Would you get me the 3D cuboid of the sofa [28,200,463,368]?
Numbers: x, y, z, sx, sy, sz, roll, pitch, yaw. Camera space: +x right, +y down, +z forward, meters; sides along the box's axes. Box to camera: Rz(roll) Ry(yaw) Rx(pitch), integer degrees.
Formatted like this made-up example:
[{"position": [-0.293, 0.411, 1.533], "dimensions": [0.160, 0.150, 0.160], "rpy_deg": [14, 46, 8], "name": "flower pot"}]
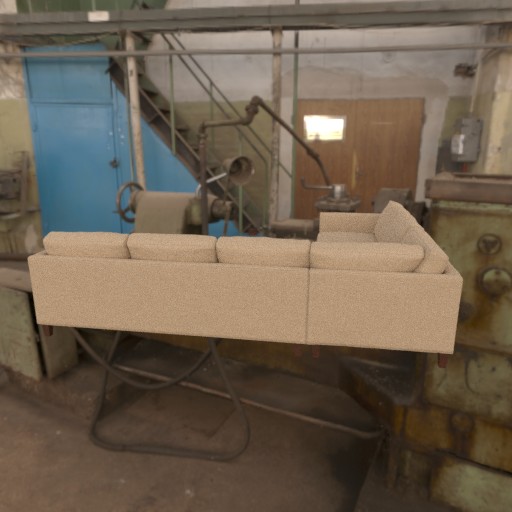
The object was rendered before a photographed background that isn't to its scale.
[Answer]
[{"position": [0.000, 0.000, 4.363], "dimensions": [3.182, 0.863, 2.432], "rpy_deg": [3, 16, 9], "name": "sofa"}]
